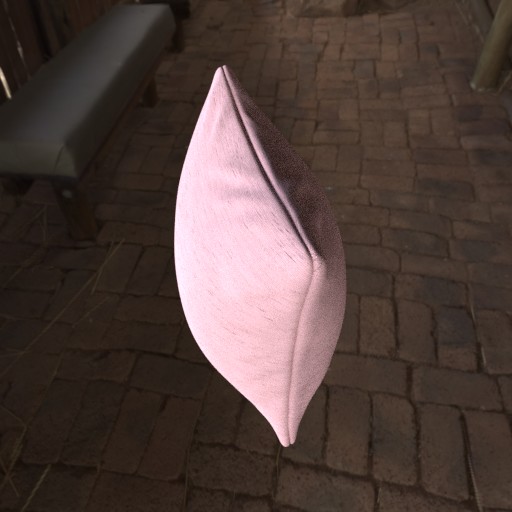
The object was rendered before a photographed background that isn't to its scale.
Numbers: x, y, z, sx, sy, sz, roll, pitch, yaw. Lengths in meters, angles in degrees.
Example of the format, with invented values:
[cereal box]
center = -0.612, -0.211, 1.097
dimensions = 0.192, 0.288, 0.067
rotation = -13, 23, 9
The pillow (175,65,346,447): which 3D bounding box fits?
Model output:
[pillow]
center = 0.000, 0.000, 0.676
dimensions = 0.246, 0.415, 0.432
rotation = -10, 47, -10
